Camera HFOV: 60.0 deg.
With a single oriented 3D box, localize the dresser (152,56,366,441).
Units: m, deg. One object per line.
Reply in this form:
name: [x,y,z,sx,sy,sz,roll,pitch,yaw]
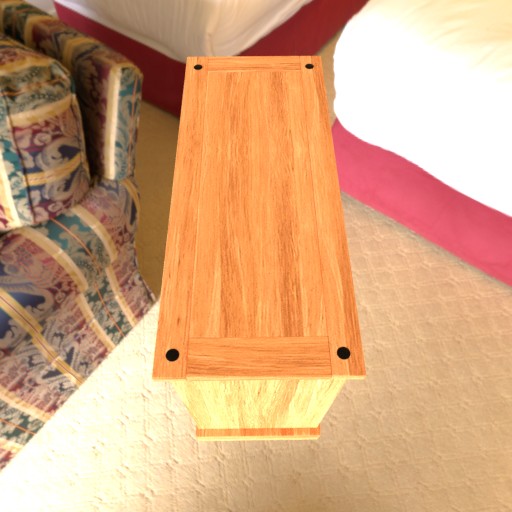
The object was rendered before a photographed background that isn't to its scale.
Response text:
dresser: [0.000,0.000,1.415,0.410,0.740,0.990,-1,59,0]
